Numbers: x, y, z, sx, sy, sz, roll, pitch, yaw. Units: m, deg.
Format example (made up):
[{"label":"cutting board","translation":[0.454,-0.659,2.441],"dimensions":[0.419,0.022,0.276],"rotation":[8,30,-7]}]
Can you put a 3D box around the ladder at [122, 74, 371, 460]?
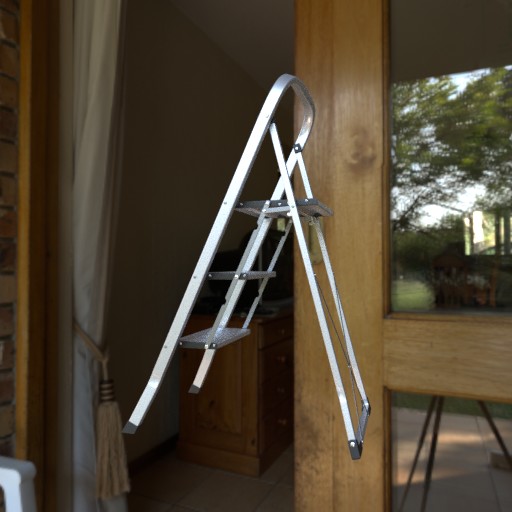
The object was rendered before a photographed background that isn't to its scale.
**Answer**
[{"label":"ladder","translation":[0.000,0.000,1.457],"dimensions":[0.704,1.070,0.465],"rotation":[0,-1,18]}]
